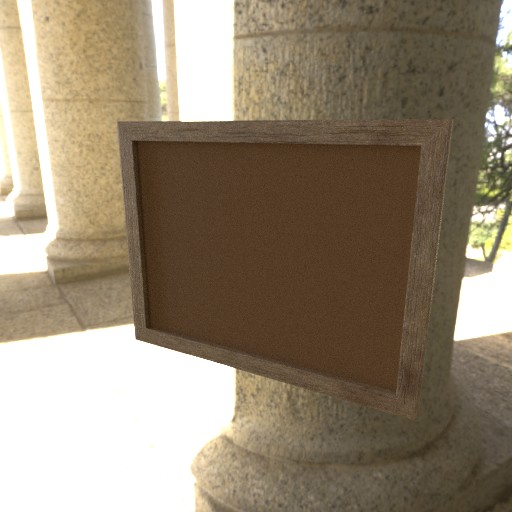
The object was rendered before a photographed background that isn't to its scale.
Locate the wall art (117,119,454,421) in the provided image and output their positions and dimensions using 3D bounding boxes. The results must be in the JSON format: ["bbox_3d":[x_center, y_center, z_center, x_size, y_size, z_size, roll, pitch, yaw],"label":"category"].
[{"bbox_3d":[0.000,0.000,0.915,0.690,0.535,0.026,9,18,27],"label":"wall art"}]
